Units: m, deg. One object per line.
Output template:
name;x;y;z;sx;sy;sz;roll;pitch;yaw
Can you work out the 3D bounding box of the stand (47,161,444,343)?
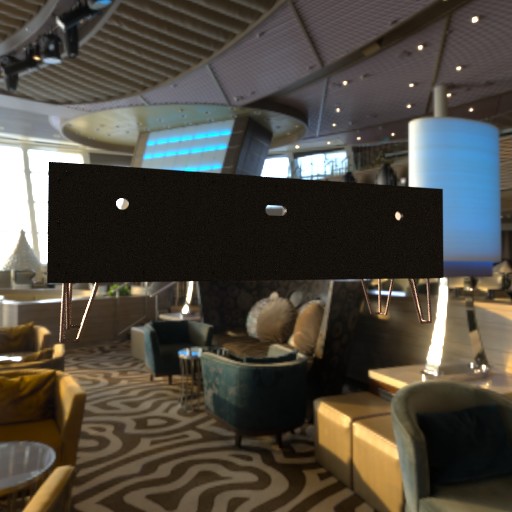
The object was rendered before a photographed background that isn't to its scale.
stand;0.000;0.000;1.955;1.626;0.610;0.481;0;-1;-19
